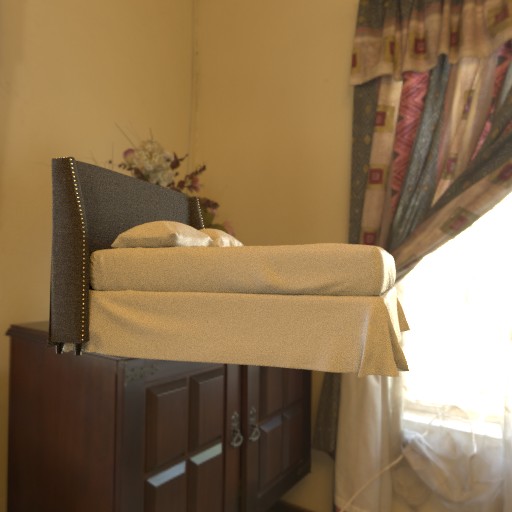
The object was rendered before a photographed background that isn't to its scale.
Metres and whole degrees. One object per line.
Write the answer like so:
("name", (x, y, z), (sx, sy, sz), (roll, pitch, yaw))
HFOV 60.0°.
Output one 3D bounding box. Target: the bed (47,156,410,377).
("bed", (0.000, 0.000, 3.469), (2.276, 1.332, 1.925), (0, -1, 19))
